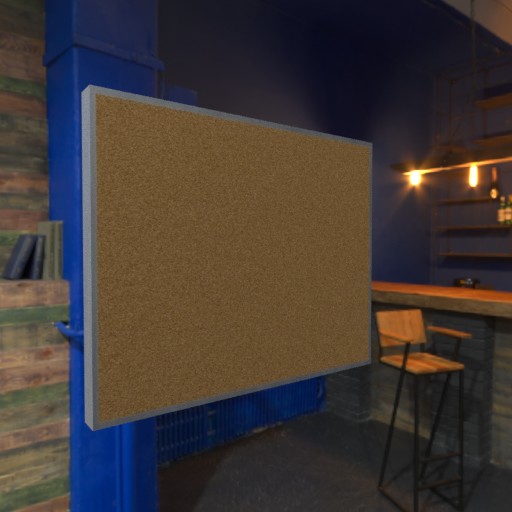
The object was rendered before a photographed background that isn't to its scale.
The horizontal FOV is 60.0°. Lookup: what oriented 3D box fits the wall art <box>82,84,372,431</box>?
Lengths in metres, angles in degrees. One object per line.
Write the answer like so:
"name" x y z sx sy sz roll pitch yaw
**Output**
"wall art" 0.000 0.000 0.755 0.557 0.450 0.037 -1 2 -36
